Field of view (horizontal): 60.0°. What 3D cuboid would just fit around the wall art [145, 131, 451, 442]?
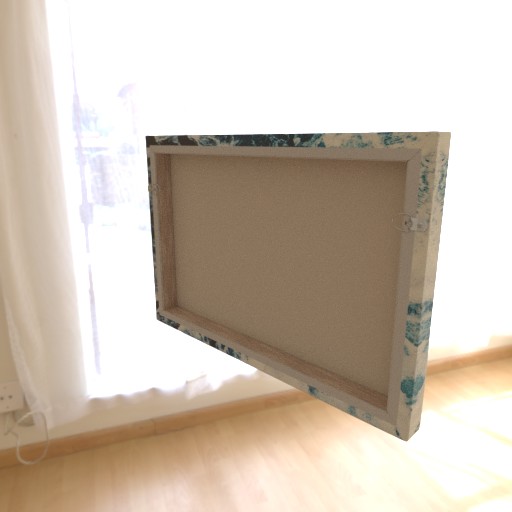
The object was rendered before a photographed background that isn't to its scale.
[{"bbox_3d":[0.000,0.000,0.766,0.609,0.407,0.043,14,20,43],"label":"wall art"}]
